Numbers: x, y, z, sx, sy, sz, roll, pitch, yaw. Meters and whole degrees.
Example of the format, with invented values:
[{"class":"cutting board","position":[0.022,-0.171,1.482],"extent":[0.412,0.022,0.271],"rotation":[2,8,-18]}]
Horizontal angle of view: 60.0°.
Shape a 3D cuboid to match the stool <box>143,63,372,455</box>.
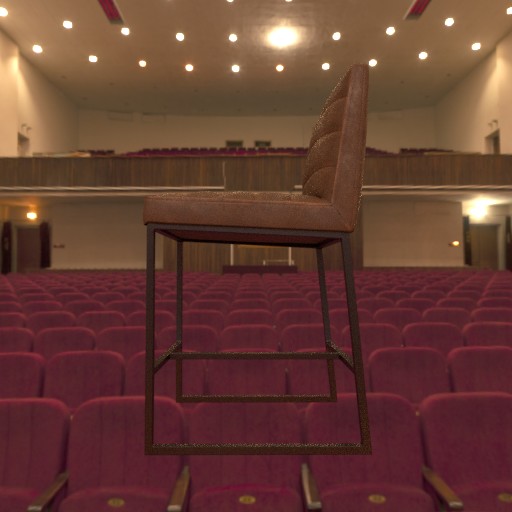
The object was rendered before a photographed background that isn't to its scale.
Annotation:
[{"class":"stool","position":[0.000,0.000,1.266],"extent":[0.562,0.942,0.463],"rotation":[0,-2,0]}]
